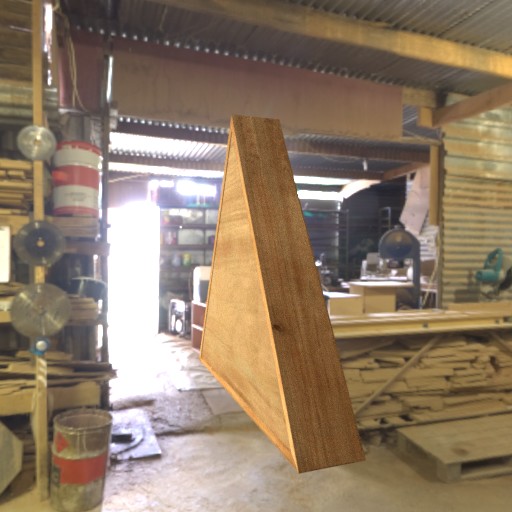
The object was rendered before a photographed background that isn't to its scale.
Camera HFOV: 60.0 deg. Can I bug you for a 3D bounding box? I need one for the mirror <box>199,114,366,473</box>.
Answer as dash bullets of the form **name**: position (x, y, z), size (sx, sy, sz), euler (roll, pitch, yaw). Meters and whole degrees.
- **mirror**: position (0.000, 0.000, 0.876), size (0.100, 0.548, 0.631), euler (0, 1, -19)
